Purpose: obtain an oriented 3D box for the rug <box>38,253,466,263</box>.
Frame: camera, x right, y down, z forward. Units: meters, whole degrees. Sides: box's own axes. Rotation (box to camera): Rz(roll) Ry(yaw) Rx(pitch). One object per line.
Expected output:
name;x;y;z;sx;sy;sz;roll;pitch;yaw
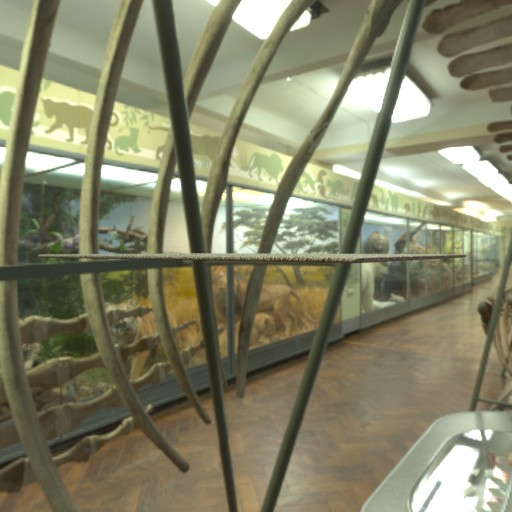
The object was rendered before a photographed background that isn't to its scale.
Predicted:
rug;0.000;0.000;4.019;3.047;0.029;2.438;0;1;36
